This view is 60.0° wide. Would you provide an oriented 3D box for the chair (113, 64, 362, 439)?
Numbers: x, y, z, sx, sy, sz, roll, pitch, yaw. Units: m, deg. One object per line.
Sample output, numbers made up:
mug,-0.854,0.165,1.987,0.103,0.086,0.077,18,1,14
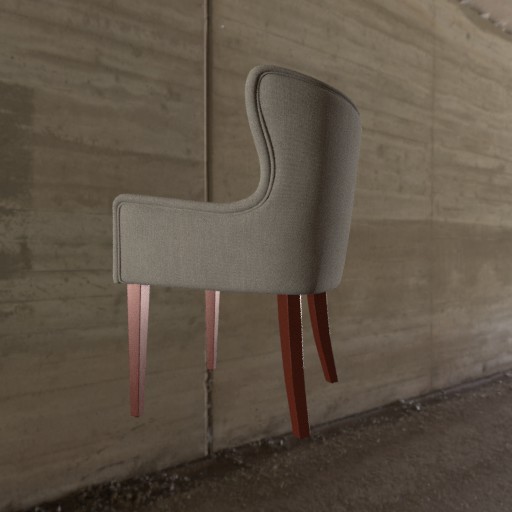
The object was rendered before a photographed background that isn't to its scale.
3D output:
chair,0.000,0.000,1.464,0.677,0.948,0.732,0,1,19
